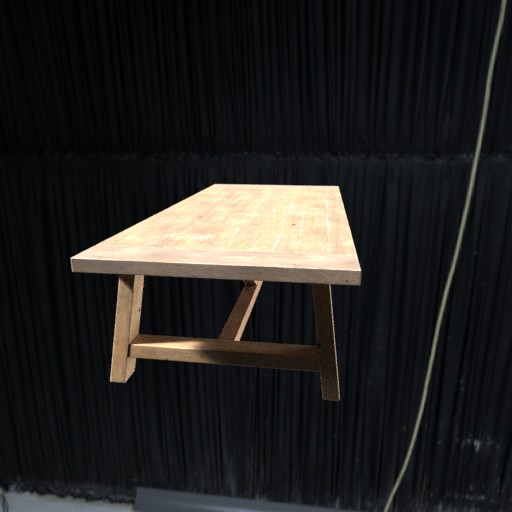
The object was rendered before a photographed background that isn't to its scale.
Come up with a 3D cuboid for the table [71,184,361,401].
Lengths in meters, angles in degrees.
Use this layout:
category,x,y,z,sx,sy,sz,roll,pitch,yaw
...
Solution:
category,x,y,z,sx,sy,sz,roll,pitch,yaw
table,0.000,0.000,2.141,0.820,0.465,1.800,2,16,8
